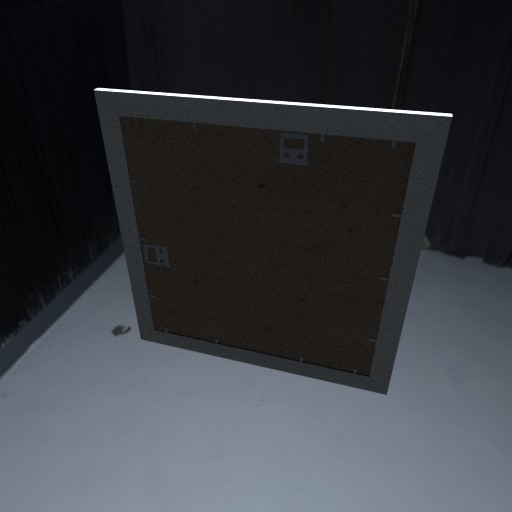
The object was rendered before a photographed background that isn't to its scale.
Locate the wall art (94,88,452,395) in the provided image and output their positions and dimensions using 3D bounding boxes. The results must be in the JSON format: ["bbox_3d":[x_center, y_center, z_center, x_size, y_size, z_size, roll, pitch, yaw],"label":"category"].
[{"bbox_3d":[0.000,0.000,0.863,0.584,0.584,0.013,9,34,14],"label":"wall art"}]
